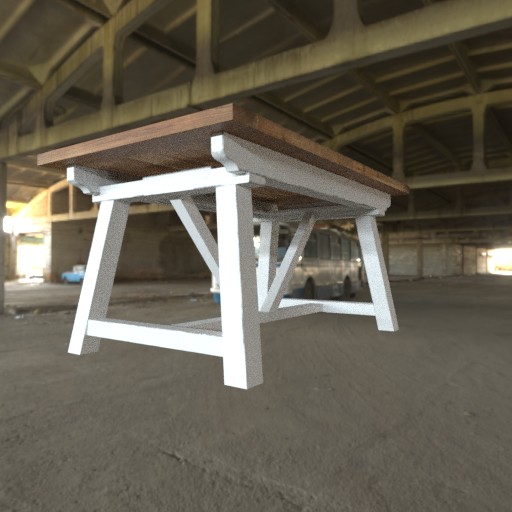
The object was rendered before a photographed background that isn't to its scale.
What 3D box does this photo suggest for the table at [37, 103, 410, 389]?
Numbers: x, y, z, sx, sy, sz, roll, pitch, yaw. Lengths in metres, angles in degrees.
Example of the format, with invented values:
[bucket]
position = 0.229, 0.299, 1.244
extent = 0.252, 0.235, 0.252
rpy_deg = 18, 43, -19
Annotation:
[table]
position = 0.000, 0.000, 1.985
extent = 0.922, 0.743, 1.503
rpy_deg = -1, -1, 35
